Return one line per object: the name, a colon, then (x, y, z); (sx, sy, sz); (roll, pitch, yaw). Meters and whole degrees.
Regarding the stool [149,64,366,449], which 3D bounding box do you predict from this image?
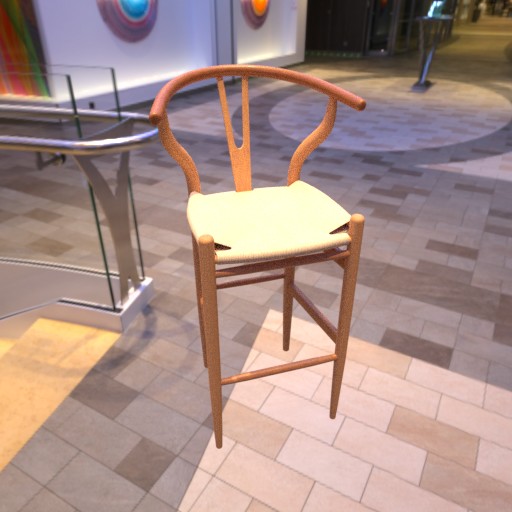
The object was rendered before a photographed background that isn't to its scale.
stool: (0.000, 0.000, 1.412); (0.574, 1.068, 0.561); (-9, 31, -15)
